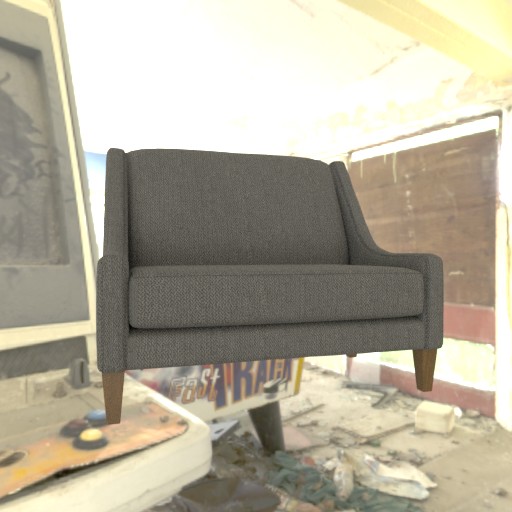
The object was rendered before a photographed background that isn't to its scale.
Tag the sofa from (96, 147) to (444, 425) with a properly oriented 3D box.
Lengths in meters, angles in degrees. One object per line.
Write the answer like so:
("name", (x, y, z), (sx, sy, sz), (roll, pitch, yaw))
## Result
("sofa", (0.000, 0.000, 1.872), (1.242, 1.022, 0.873), (0, 0, -16))
